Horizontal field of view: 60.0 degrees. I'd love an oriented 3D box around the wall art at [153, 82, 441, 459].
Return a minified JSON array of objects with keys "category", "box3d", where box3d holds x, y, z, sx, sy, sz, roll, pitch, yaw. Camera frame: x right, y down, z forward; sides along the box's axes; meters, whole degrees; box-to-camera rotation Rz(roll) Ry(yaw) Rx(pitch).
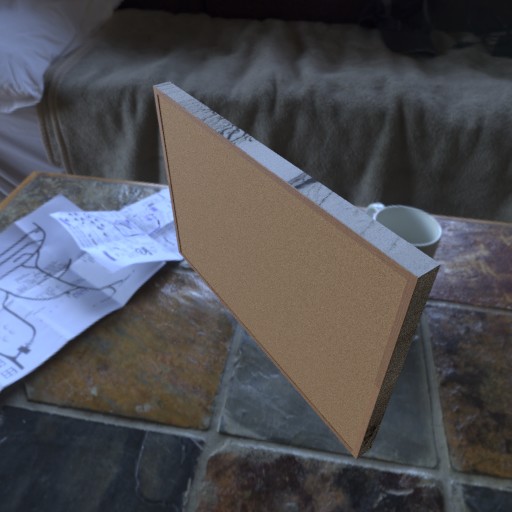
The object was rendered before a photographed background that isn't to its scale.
[{"category":"wall art","box3d":[0.000,0.000,0.768,0.035,0.407,0.613,-25,47,-25]}]
